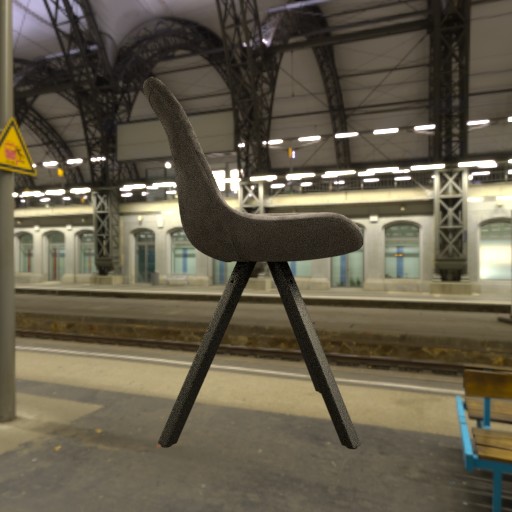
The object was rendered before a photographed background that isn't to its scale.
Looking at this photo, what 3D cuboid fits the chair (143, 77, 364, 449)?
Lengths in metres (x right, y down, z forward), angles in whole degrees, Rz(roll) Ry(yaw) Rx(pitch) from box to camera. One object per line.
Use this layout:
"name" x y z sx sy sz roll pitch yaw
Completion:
"chair" 0.000 0.000 1.184 0.550 0.850 0.485 0 0 -1
